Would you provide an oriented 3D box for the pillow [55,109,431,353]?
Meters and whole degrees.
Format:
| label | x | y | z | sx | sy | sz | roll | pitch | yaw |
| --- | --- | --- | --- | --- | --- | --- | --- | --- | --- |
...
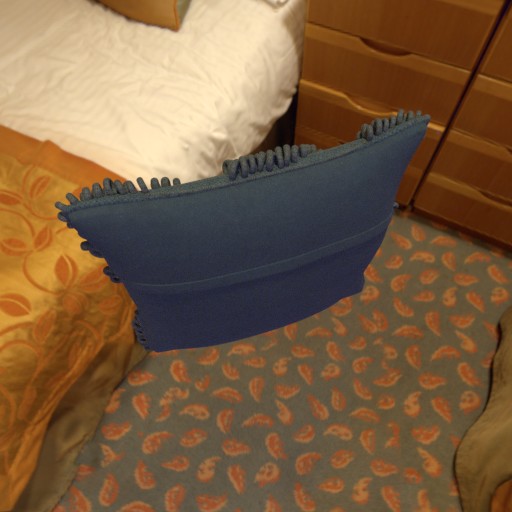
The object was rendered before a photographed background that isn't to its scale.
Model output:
| label | x | y | z | sx | sy | sz | roll | pitch | yaw |
| --- | --- | --- | --- | --- | --- | --- | --- | --- | --- |
| pillow | 0.000 | 0.000 | 0.710 | 0.469 | 0.466 | 0.172 | -16 | 60 | -9 |
